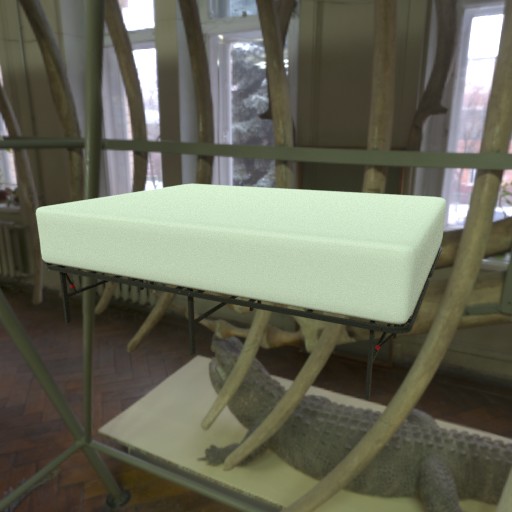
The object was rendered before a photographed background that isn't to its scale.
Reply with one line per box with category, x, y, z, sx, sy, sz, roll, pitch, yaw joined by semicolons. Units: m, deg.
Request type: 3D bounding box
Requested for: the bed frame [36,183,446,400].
bed frame;0.000;0.000;2.751;2.037;0.677;1.528;7;17;26
